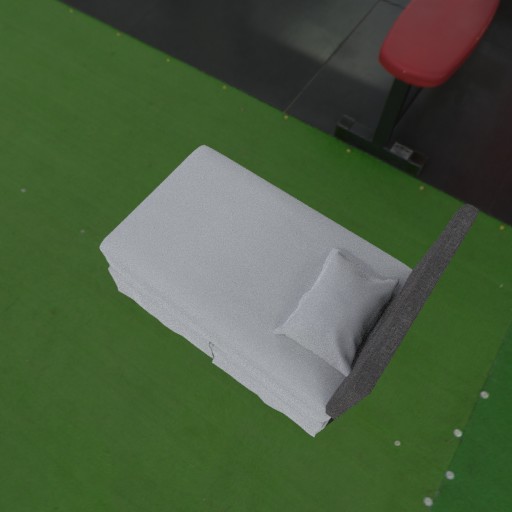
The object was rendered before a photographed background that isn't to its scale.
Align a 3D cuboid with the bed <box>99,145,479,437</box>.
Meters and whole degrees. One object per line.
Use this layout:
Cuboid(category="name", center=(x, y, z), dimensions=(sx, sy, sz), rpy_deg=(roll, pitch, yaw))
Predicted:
Cuboid(category="bed", center=(0.000, 0.000, 2.969), dimensions=(1.997, 1.571, 1.261), rpy_deg=(33, 68, 15))
